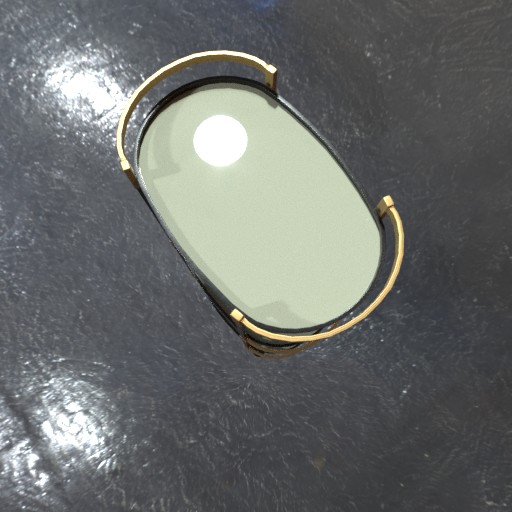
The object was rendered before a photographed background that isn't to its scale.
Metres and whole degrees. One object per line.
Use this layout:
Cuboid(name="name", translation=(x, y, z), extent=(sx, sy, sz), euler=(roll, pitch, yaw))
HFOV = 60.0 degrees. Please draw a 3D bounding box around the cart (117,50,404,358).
Cuboid(name="cart", translation=(0.000, 0.000, 1.105), extent=(0.311, 0.885, 0.515), euler=(-36, 78, -9))
